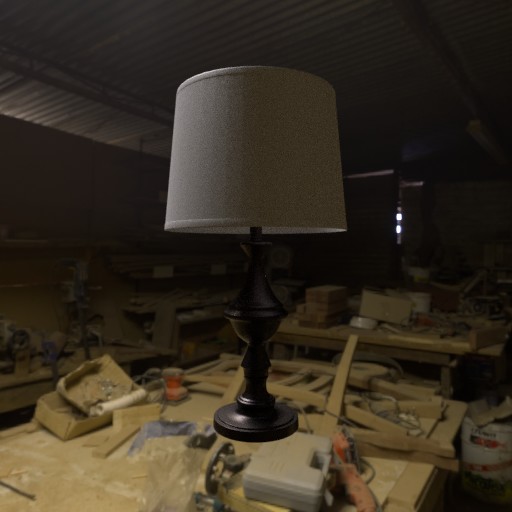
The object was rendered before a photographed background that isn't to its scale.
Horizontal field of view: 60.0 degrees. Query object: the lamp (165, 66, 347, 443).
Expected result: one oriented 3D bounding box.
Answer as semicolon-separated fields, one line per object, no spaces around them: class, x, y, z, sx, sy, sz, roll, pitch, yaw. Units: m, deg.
lamp;0.000;0.000;0.950;0.383;0.726;0.383;0;1;0
